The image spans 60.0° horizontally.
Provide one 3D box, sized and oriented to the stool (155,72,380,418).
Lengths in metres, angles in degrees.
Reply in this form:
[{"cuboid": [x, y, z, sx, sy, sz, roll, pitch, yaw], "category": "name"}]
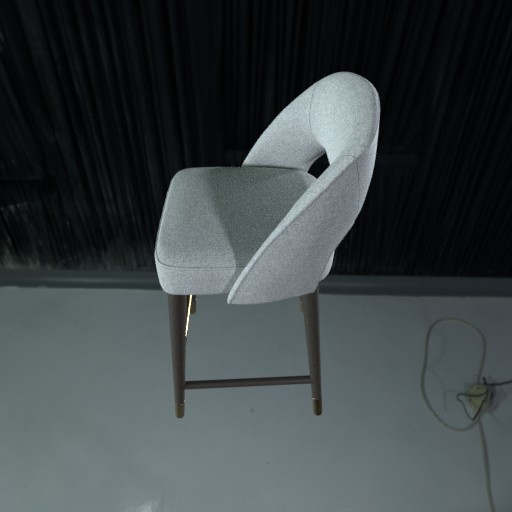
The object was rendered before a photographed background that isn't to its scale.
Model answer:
[{"cuboid": [0.000, 0.000, 1.240, 0.509, 0.940, 0.494, -1, 41, -1], "category": "stool"}]
